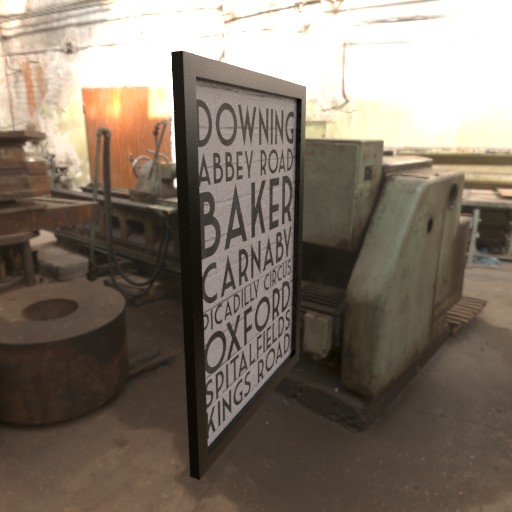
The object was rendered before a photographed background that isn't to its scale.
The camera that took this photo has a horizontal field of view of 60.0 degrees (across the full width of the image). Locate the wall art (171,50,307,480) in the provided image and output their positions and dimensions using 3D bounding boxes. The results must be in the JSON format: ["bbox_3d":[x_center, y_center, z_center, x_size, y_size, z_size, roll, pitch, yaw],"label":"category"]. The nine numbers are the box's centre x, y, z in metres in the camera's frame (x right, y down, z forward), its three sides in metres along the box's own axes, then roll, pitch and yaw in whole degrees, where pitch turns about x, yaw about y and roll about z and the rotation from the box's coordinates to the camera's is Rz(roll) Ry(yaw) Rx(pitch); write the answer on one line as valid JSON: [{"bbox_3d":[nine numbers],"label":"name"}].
[{"bbox_3d":[0.000,0.000,0.853,0.019,0.656,0.462,7,17,25],"label":"wall art"}]
